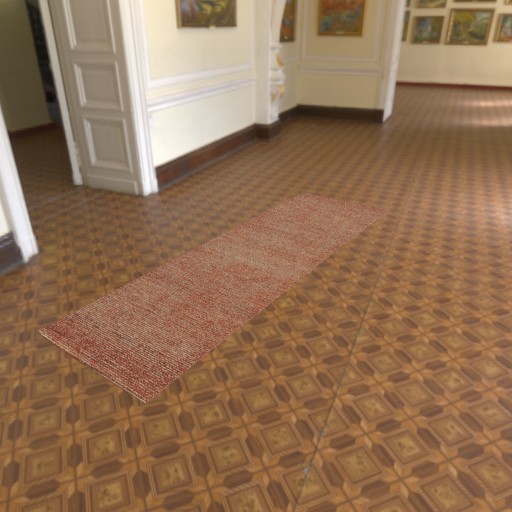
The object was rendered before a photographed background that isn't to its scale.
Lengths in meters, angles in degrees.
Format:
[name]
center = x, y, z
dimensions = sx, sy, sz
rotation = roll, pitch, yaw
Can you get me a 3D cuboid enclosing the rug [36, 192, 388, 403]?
[rug]
center = 0.000, 0.000, 2.626
dimensions = 0.718, 0.013, 2.353
rotation = 19, 33, 32
